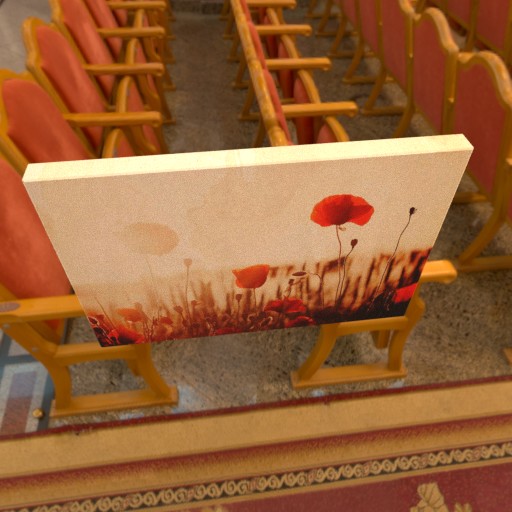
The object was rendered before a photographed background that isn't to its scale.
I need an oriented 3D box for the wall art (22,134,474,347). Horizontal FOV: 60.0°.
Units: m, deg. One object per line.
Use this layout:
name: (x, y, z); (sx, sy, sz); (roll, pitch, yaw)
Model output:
wall art: (0.000, 0.000, 0.755); (0.613, 0.402, 0.040); (-5, 47, -5)
